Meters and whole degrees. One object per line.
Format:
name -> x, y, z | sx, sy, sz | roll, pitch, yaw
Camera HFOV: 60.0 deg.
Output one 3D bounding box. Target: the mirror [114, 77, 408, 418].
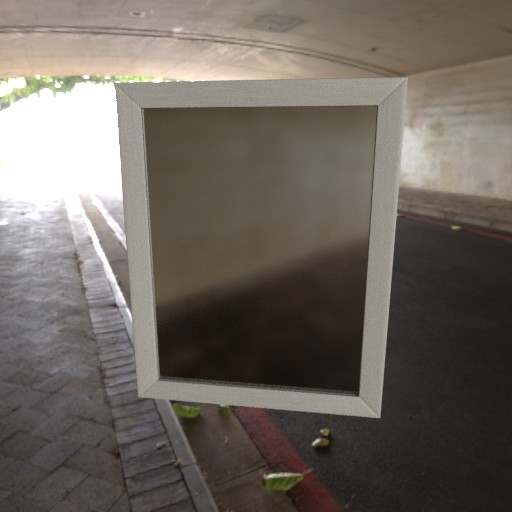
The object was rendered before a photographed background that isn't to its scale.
mirror -> 0.000, 0.000, 0.689 | 0.405, 0.508, 0.041 | 2, 15, 8
